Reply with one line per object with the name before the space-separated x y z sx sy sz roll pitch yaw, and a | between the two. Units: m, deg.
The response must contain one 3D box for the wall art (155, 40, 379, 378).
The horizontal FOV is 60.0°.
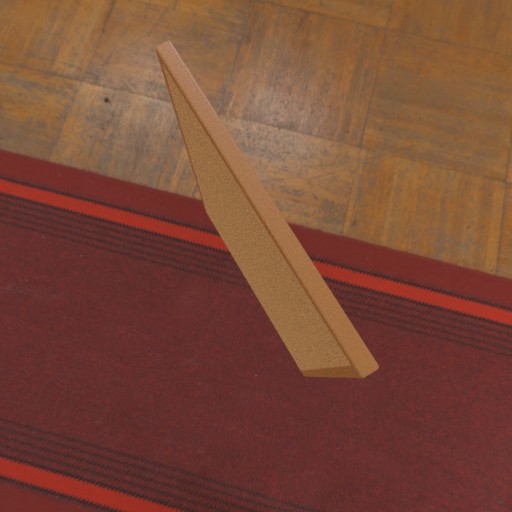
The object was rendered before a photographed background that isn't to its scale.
wall art | 0.000 0.000 0.758 0.022 0.553 0.452 -30 77 -8
